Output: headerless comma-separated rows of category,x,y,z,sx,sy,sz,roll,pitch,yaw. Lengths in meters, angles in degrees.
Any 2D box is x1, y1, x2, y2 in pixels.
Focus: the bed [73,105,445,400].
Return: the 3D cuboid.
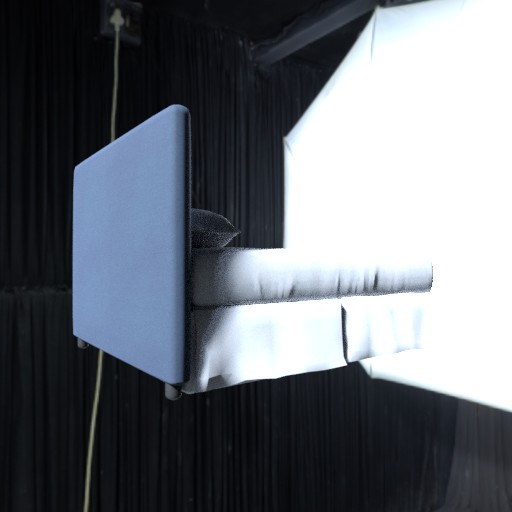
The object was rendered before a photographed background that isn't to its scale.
bed,0.000,0.000,3.220,2.162,1.330,1.713,0,-1,-36
